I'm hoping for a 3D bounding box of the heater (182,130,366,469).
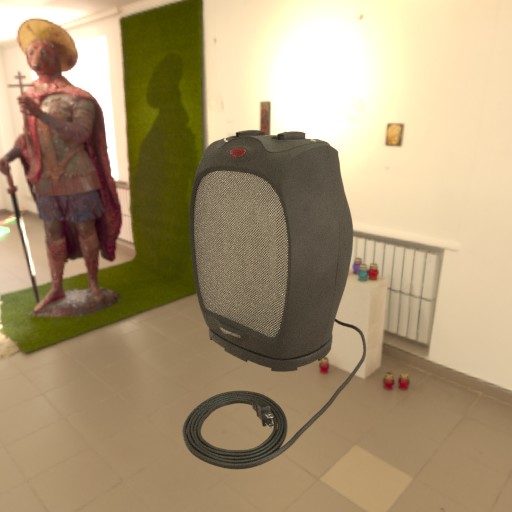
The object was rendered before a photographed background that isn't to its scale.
[{"bbox_3d":[0.000,0.000,0.474,0.239,0.255,0.291,16,24,41],"label":"heater"}]
